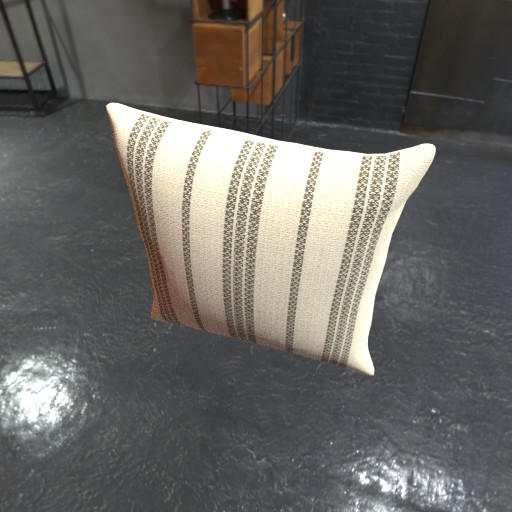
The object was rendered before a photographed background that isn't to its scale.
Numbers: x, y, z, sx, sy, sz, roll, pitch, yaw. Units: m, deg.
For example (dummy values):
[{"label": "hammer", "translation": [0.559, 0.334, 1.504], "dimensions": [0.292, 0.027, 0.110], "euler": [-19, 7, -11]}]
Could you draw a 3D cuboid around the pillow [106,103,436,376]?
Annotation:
[{"label": "pillow", "translation": [0.000, 0.000, 0.645], "dimensions": [0.405, 0.406, 0.173], "euler": [12, 42, 13]}]
